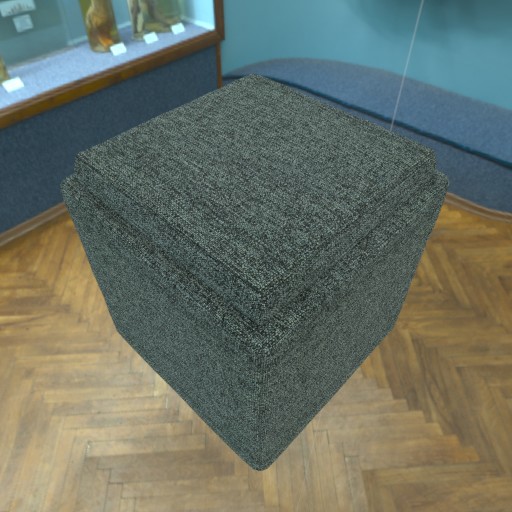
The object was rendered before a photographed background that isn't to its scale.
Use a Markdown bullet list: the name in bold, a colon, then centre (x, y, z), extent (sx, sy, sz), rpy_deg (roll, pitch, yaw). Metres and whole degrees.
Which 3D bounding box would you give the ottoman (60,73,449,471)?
- **ottoman**: centre (0.000, 0.000, 0.814), extent (0.450, 0.463, 0.450), rpy_deg (35, 56, 28)
